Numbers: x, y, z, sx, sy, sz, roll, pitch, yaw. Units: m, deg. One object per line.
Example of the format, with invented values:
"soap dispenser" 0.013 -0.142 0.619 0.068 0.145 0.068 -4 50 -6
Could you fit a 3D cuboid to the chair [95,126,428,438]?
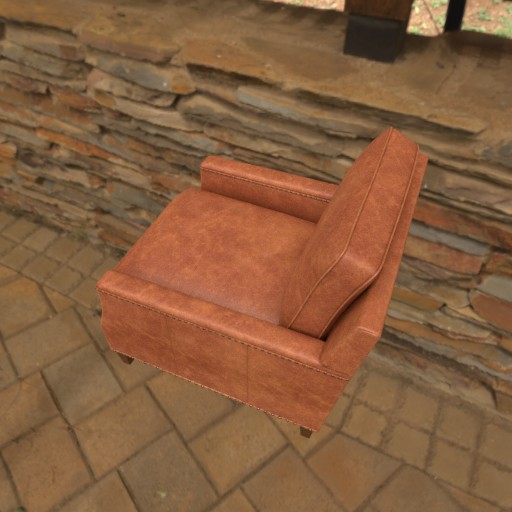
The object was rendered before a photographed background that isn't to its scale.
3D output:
"chair" 0.000 0.000 1.718 1.014 0.943 0.853 17 49 16
